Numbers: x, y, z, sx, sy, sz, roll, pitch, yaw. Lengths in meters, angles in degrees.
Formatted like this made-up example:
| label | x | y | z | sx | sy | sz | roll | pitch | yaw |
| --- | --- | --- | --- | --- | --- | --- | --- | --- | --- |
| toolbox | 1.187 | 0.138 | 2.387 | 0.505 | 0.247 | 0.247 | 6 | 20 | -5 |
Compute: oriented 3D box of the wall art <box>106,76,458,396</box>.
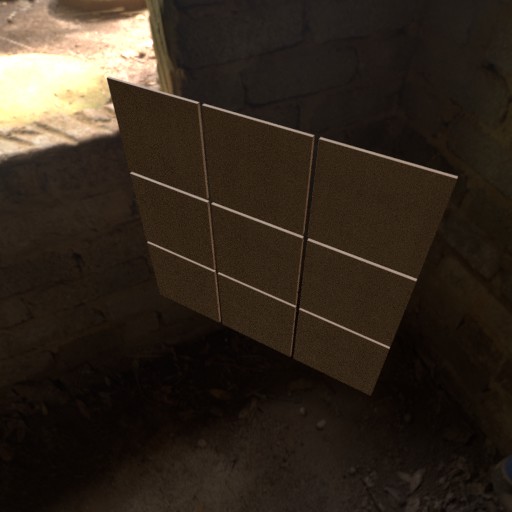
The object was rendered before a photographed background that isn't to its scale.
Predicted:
| label | x | y | z | sx | sy | sz | roll | pitch | yaw |
| --- | --- | --- | --- | --- | --- | --- | --- | --- | --- |
| wall art | 0.000 | 0.000 | 1.812 | 1.219 | 1.218 | 0.013 | 22 | 50 | 20 |
